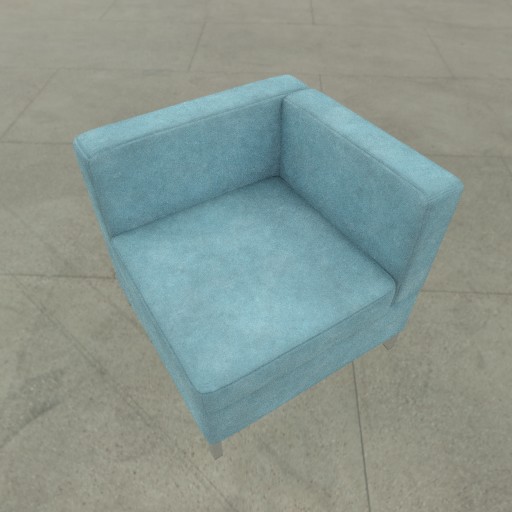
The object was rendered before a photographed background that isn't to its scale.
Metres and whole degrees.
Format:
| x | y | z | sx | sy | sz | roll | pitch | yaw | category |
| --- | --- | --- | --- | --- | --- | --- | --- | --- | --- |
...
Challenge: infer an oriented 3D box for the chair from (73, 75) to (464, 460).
| x | y | z | sx | sy | sz | roll | pitch | yaw | category |
| --- | --- | --- | --- | --- | --- | --- | --- | --- | --- |
| 0.000 | 0.000 | 1.233 | 0.691 | 0.660 | 0.684 | -25 | 51 | -22 | chair |
